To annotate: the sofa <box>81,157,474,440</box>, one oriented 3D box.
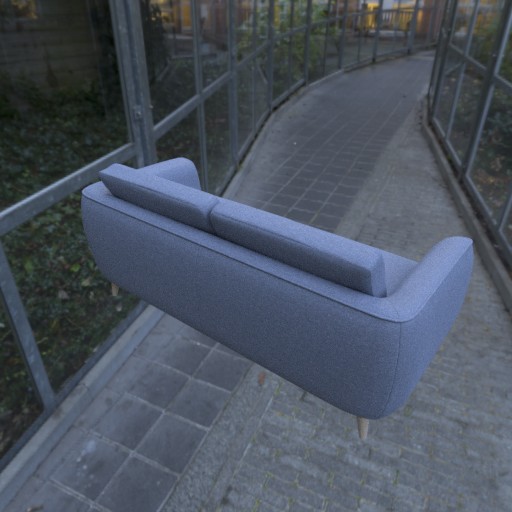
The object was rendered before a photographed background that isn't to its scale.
[{"bbox_3d":[0.000,0.000,2.446,2.000,0.870,0.920,22,37,31],"label":"sofa"}]
